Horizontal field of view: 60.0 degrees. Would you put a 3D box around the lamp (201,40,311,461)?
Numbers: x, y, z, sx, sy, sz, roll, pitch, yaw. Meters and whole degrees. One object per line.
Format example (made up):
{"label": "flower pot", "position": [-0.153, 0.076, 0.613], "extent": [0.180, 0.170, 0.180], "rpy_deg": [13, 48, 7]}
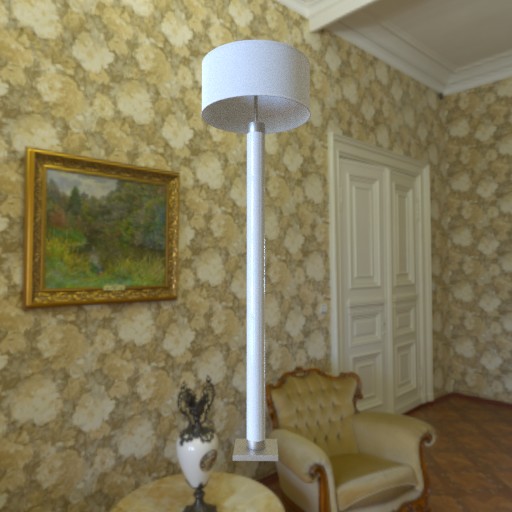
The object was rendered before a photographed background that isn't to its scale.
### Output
{"label": "lamp", "position": [0.000, 0.000, 1.688], "extent": [0.420, 1.475, 0.420], "rpy_deg": [0, -2, 1]}
